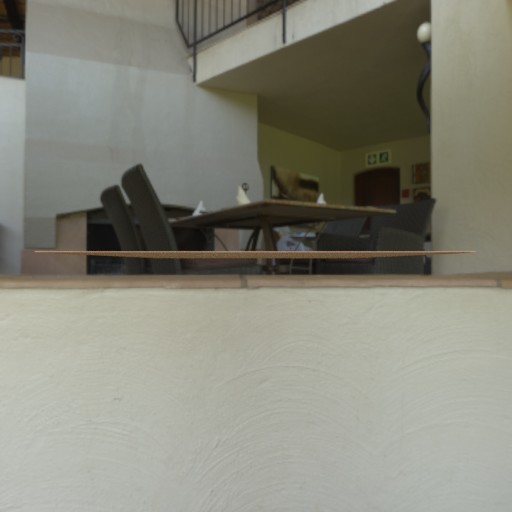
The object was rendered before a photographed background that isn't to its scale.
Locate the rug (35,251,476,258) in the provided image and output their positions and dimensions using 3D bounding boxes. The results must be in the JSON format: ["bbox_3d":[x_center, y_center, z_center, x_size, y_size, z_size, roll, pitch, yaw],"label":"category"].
[{"bbox_3d":[0.000,0.000,3.950,2.436,0.011,3.045,0,-1,0],"label":"rug"}]
